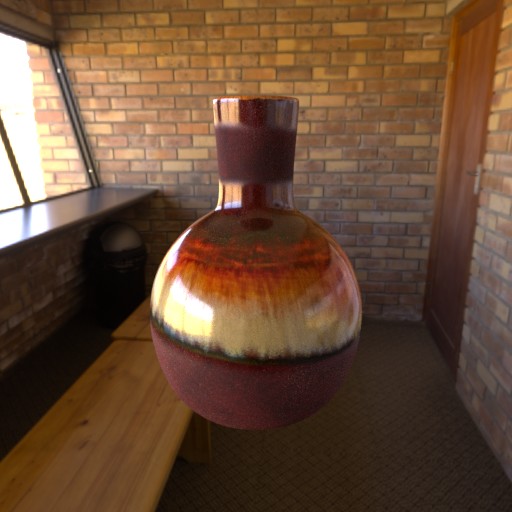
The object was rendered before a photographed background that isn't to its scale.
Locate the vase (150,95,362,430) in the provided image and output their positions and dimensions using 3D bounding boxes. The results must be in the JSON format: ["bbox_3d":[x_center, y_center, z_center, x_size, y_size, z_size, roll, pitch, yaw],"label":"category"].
[{"bbox_3d":[0.000,0.000,0.230,0.111,0.154,0.111,0,15,0],"label":"vase"}]
